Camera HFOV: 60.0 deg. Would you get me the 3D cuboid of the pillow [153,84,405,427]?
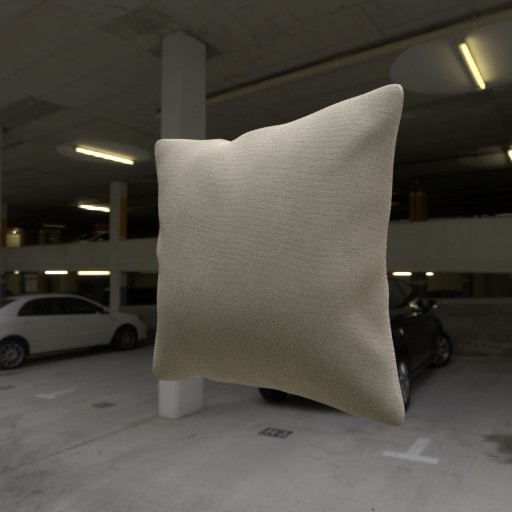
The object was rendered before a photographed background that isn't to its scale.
[{"bbox_3d":[0.000,0.000,0.659,0.437,0.420,0.162,-1,-2,35],"label":"pillow"}]
